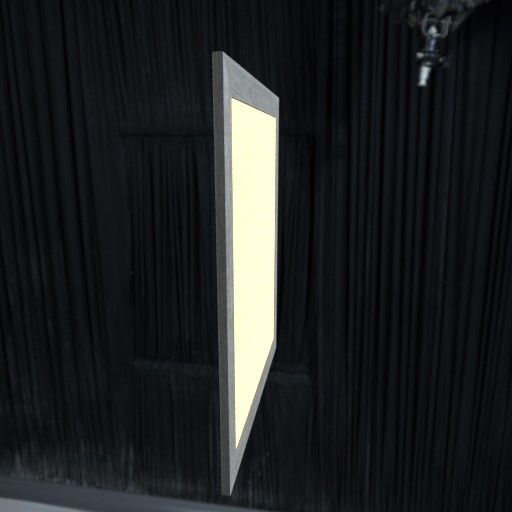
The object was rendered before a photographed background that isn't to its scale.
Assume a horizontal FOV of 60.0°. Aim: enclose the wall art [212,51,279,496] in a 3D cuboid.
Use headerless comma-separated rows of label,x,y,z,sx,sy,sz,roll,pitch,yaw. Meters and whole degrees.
wall art,0.000,0.000,0.775,0.013,0.570,0.476,2,14,10
